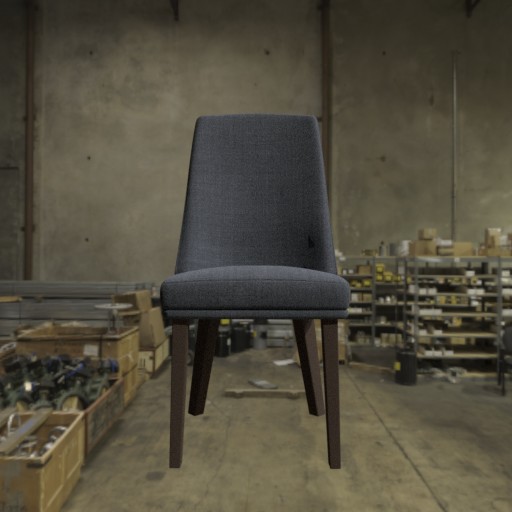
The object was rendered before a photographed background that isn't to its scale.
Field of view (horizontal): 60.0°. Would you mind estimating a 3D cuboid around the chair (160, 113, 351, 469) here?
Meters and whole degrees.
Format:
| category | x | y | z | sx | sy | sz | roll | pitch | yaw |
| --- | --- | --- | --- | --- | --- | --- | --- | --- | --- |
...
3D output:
| category | x | y | z | sx | sy | sz | roll | pitch | yaw |
| --- | --- | --- | --- | --- | --- | --- | --- | --- | --- |
| chair | 0.000 | 0.000 | 1.351 | 0.510 | 1.050 | 0.577 | 0 | 0 | 1 |
